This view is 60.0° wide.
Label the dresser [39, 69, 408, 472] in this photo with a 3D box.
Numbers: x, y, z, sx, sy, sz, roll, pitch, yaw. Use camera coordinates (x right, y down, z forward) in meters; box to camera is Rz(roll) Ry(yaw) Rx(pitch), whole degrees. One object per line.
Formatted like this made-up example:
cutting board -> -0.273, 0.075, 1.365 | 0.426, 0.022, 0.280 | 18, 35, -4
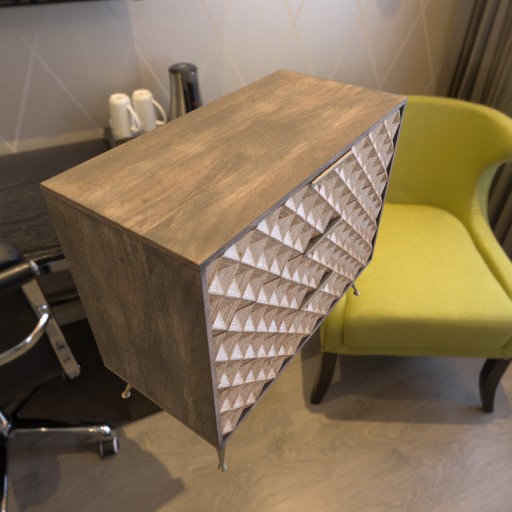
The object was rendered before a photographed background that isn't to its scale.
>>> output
dresser -> 0.000, 0.000, 1.369 | 0.453, 0.801, 0.923 | 25, 46, 27
